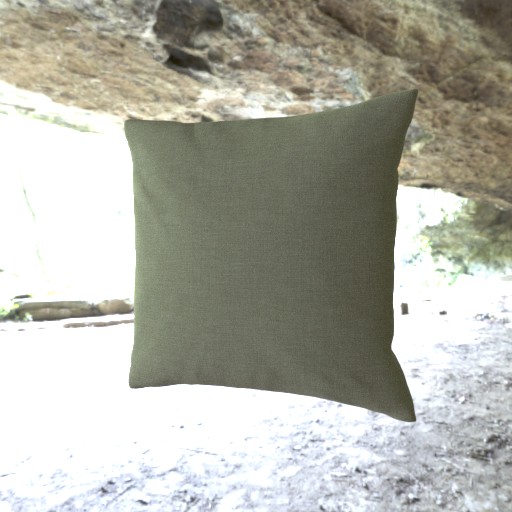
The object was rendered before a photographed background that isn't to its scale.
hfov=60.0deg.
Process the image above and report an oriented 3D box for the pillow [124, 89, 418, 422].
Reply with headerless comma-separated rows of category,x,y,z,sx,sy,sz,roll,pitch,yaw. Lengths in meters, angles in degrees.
pillow,0.000,0.000,0.753,0.517,0.508,0.158,0,1,18
